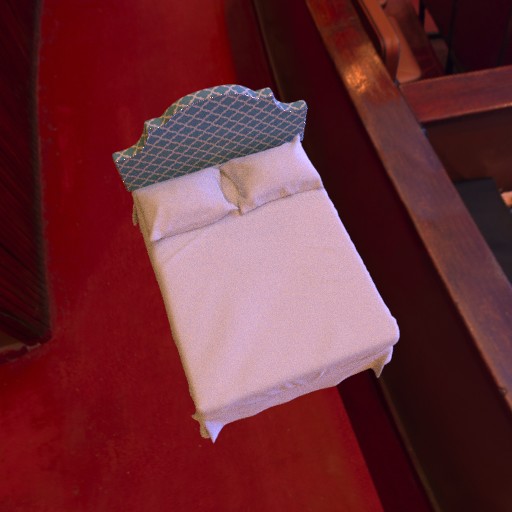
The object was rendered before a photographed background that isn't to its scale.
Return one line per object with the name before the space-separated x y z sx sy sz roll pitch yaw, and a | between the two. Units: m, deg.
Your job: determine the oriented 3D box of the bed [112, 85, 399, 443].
bed | 0.000 0.000 3.448 1.780 1.633 2.222 -18 66 -9
